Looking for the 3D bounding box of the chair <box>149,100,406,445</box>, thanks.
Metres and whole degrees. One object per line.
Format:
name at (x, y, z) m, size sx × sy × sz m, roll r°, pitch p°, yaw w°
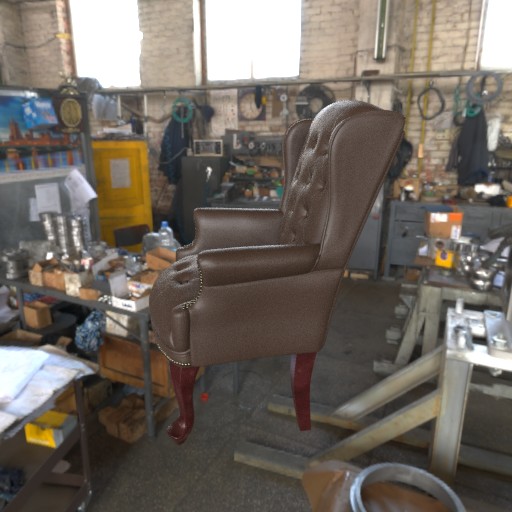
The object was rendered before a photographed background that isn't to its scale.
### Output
chair at (0.000, 0.000, 1.697) m, size 0.819 × 1.132 × 0.829 m, roll -2°, pitch 16°, yaw -8°
